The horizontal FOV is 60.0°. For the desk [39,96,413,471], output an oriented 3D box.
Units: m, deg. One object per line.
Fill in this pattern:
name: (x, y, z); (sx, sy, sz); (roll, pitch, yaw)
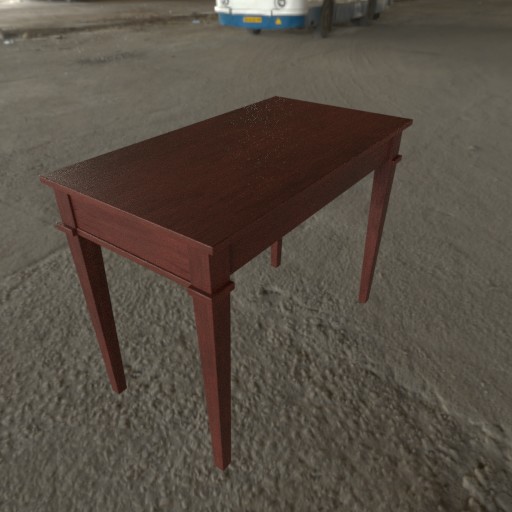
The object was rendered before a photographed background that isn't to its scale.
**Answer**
desk: (0.000, 0.000, 1.463); (0.549, 0.762, 1.001); (22, 39, 30)
